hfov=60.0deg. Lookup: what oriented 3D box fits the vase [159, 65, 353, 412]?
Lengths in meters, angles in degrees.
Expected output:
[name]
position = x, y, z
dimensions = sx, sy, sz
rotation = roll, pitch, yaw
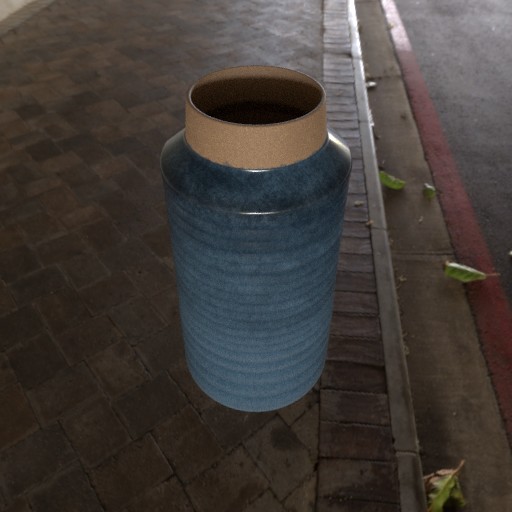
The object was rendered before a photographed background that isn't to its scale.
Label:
[vase]
position = 0.000, 0.000, 0.414
dimensions = 0.163, 0.316, 0.163
rotation = 0, 45, 0
